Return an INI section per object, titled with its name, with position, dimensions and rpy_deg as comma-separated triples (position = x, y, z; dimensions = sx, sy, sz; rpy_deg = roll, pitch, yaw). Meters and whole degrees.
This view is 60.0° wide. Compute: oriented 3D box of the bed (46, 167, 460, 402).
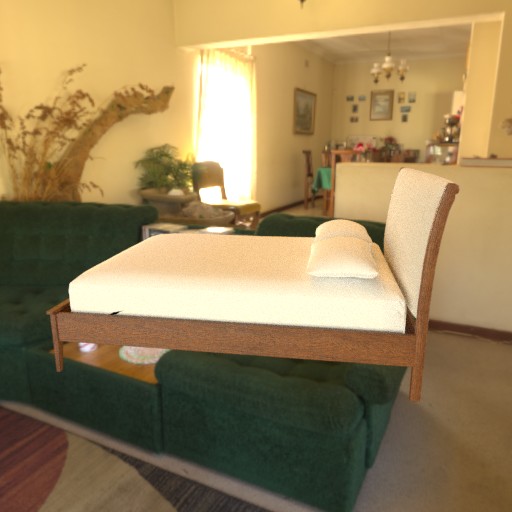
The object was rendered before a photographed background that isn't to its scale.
[bed]
position = 0.000, 0.000, 3.292
dimensions = 2.380, 1.250, 1.612
rpy_deg = 2, 14, 9
